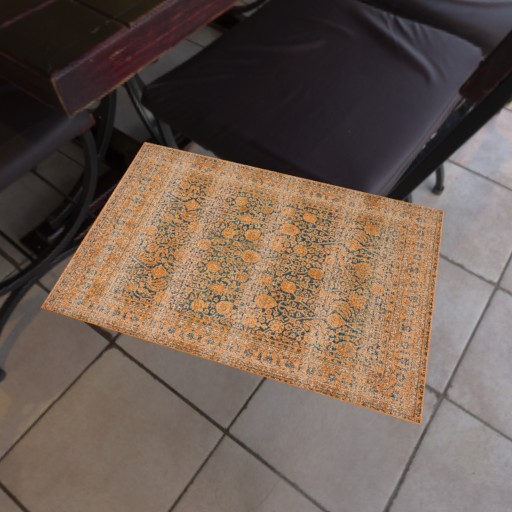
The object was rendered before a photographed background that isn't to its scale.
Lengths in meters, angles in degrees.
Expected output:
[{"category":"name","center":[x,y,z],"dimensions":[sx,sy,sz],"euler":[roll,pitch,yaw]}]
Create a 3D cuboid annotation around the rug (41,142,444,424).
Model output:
[{"category":"rug","center":[0.000,0.000,2.965],"dimensions":[2.336,0.007,1.525],"euler":[15,59,9]}]
